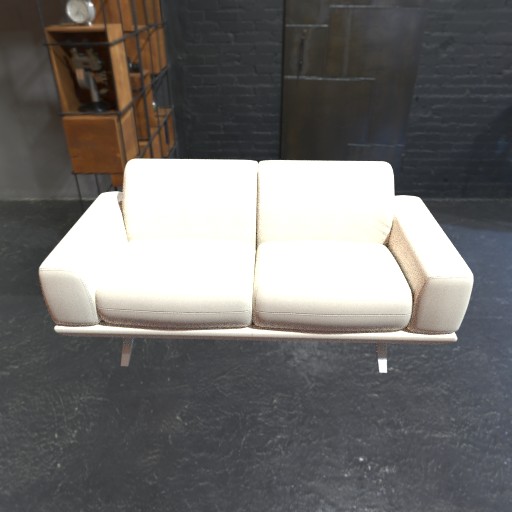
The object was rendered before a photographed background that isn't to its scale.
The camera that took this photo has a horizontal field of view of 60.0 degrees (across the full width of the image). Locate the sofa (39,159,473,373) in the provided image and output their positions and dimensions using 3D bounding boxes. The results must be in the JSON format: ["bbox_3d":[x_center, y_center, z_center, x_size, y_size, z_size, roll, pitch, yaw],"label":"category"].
[{"bbox_3d":[0.000,0.000,2.332,1.901,0.772,0.900,1,31,2],"label":"sofa"}]
